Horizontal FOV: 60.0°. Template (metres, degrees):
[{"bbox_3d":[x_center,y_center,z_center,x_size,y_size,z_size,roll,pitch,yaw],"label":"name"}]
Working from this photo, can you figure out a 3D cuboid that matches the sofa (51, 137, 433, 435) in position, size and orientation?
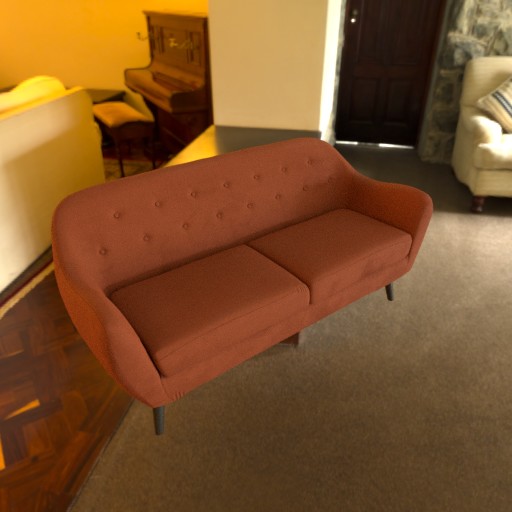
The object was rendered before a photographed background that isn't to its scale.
[{"bbox_3d":[0.000,0.000,2.245,1.840,0.836,0.820,-21,37,-32],"label":"sofa"}]
